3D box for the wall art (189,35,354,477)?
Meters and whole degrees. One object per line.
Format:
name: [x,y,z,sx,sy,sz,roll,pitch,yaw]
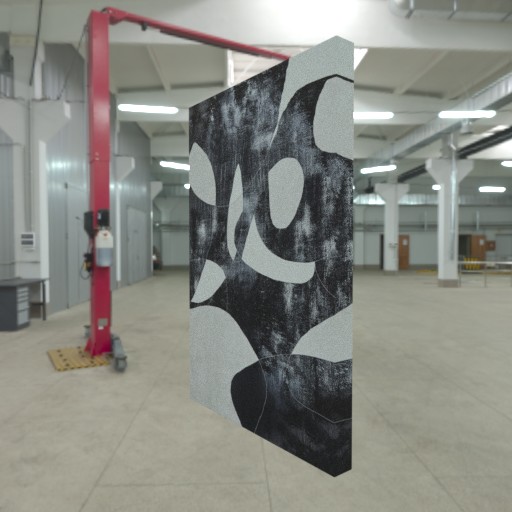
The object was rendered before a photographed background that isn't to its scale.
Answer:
wall art: [0.000,0.000,0.782,0.039,0.610,0.407,-1,2,-38]
